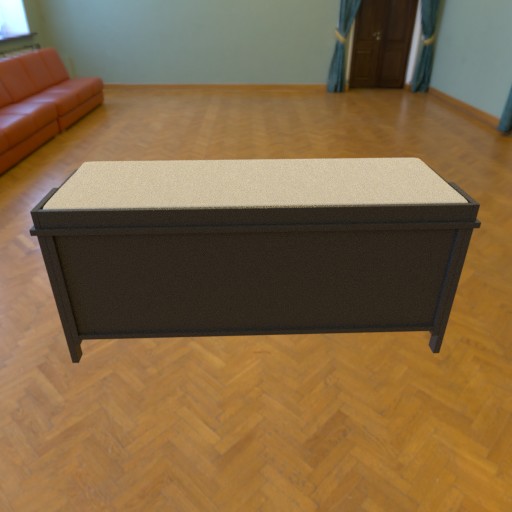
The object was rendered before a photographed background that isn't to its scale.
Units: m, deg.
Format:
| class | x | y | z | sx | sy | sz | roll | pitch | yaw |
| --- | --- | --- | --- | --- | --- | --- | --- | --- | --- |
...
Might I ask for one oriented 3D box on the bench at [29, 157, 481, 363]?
| class | x | y | z | sx | sy | sz | roll | pitch | yaw |
| --- | --- | --- | --- | --- | --- | --- | --- | --- | --- |
| bench | 0.000 | 0.000 | 1.390 | 1.140 | 0.501 | 0.398 | -1 | 30 | -2 |
